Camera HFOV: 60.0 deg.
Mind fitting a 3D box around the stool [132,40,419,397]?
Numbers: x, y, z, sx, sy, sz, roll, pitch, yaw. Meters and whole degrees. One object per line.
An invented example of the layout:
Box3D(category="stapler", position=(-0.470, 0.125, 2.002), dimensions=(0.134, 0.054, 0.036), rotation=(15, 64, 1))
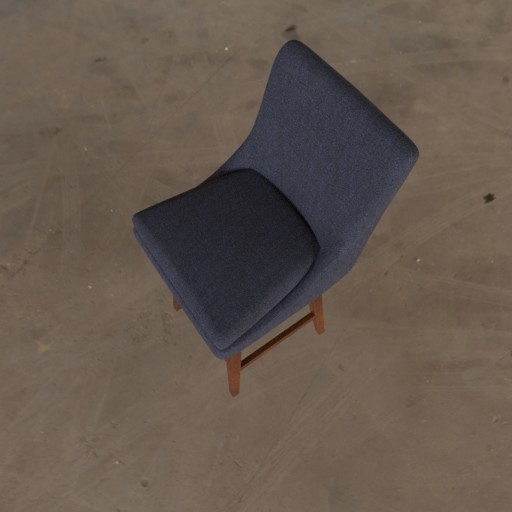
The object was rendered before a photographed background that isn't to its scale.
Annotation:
Box3D(category="stool", position=(0.000, 0.000, 1.396), dimensions=(0.572, 1.068, 0.489), rotation=(-32, 68, -15))
